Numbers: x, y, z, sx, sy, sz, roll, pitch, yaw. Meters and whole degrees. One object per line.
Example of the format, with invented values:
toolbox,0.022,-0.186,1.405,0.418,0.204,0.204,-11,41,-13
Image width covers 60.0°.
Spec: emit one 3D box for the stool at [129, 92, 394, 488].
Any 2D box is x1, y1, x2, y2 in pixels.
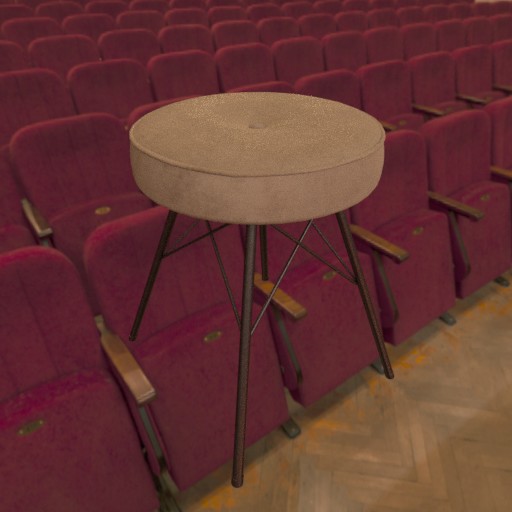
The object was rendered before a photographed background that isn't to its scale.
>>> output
stool,0.000,0.000,0.857,0.423,0.538,0.457,-22,39,-30
